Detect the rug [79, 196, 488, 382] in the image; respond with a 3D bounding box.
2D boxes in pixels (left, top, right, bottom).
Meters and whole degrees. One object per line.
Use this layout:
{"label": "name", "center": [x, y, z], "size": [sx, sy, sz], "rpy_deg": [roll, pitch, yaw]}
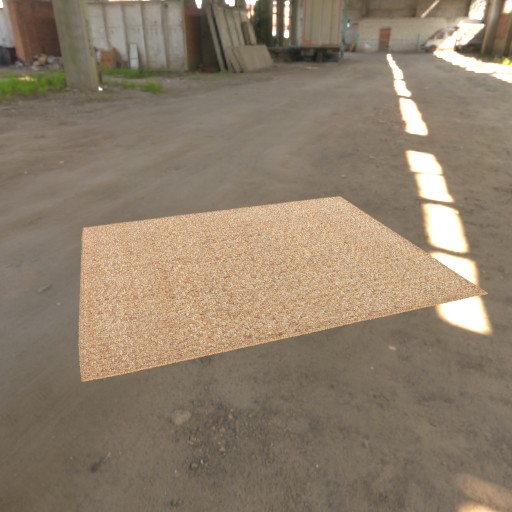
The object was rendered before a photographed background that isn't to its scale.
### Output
{"label": "rug", "center": [0.000, 0.000, 4.064], "size": [3.048, 0.013, 2.439], "rpy_deg": [-9, 28, -17]}
